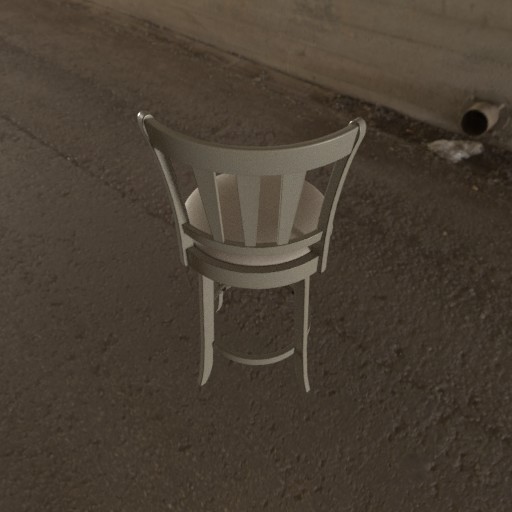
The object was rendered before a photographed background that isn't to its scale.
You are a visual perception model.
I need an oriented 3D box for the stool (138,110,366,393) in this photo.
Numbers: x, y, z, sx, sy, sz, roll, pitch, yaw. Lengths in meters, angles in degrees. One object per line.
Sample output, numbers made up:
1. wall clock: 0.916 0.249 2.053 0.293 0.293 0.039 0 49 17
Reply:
1. stool: 0.000 0.000 1.306 0.436 1.042 0.475 3 45 3
